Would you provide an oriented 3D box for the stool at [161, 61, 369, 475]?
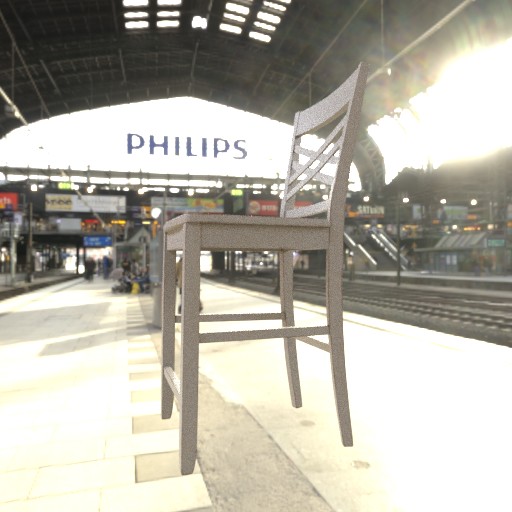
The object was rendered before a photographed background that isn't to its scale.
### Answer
[{"bbox_3d":[0.000,0.000,1.363,0.539,1.079,0.462,0,-1,-19],"label":"stool"}]
